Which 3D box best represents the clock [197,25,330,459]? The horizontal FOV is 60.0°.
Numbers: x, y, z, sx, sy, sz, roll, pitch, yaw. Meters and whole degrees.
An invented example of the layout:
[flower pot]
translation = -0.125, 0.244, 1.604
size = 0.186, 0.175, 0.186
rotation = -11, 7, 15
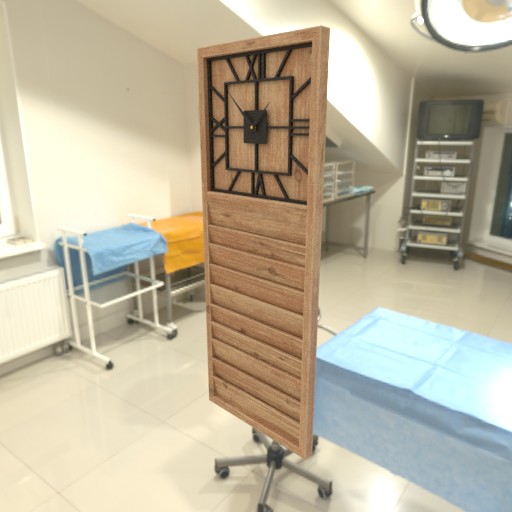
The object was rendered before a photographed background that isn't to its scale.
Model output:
[clock]
translation = 0.000, 0.000, 1.082
size = 0.361, 0.965, 0.030
rotation = 15, 22, 41
